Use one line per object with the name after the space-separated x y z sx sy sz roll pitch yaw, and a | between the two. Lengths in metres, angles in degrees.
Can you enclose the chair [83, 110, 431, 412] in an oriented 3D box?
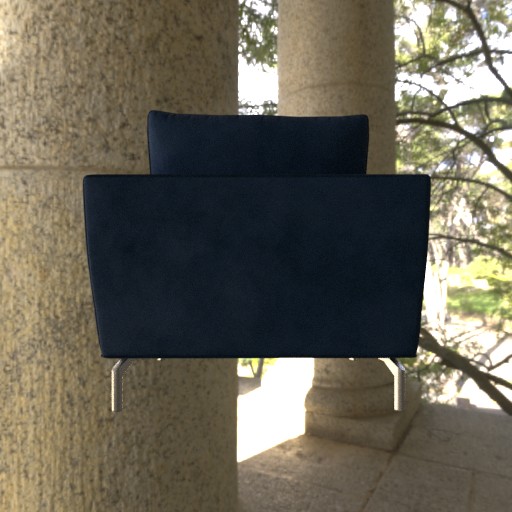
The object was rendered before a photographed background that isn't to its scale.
0.000 0.000 1.584 0.977 0.893 0.746 0 0 0 | chair
